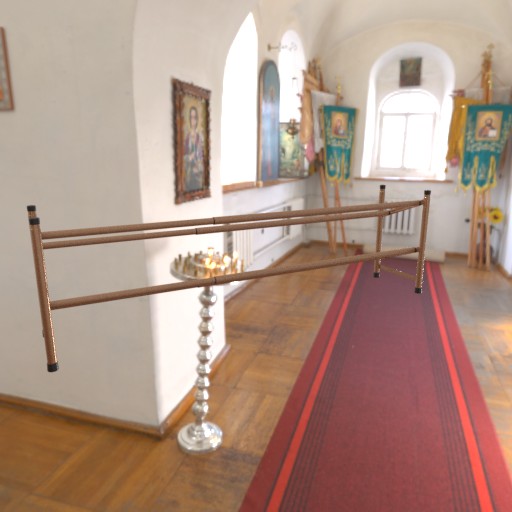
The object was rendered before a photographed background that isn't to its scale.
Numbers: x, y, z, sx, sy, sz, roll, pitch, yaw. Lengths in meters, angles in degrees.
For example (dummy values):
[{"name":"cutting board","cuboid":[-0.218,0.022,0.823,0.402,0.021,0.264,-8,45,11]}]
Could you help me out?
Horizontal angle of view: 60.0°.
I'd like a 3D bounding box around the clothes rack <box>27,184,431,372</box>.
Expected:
[{"name":"clothes rack","cuboid":[0.000,0.000,1.305,1.168,0.349,0.229,-7,16,-27]}]
